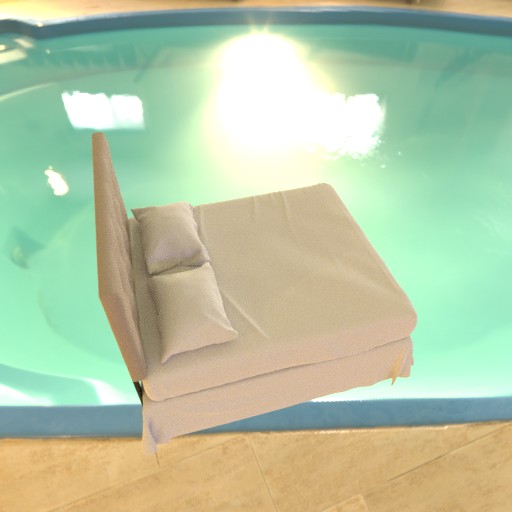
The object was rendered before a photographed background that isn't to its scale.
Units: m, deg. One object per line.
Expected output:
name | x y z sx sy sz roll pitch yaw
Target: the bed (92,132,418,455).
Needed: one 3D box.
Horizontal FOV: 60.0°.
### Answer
bed | 0.000 0.000 3.452 2.222 1.577 1.936 -11 47 -11
